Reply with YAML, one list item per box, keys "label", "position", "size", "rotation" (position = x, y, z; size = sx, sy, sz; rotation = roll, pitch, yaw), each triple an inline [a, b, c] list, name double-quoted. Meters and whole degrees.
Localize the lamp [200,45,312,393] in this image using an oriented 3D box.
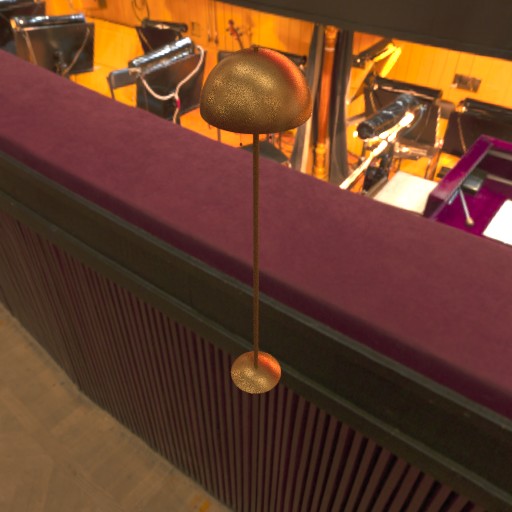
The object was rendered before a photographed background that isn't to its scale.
- label: "lamp"
  position: [0.000, 0.000, 1.668]
  size: [0.328, 1.480, 0.328]
  rotation: [26, 47, 27]
